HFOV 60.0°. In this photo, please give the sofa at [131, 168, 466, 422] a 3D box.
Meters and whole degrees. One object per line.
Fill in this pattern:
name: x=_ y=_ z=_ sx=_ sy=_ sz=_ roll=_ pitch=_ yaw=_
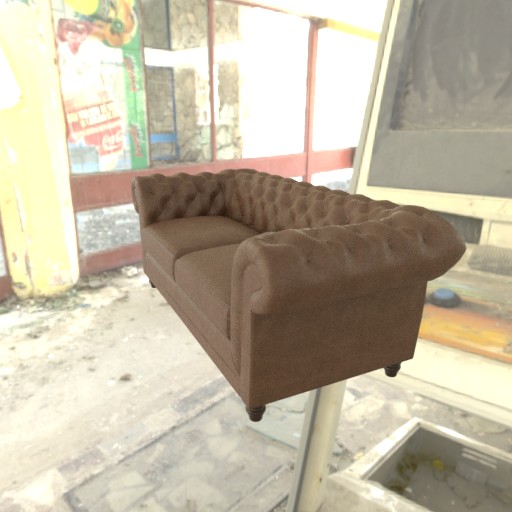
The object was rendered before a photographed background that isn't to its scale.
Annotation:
sofa: x=0.000 y=0.000 z=2.458 sx=0.955 sy=0.784 sz=2.048 roll=-8 pitch=19 yaw=-25
